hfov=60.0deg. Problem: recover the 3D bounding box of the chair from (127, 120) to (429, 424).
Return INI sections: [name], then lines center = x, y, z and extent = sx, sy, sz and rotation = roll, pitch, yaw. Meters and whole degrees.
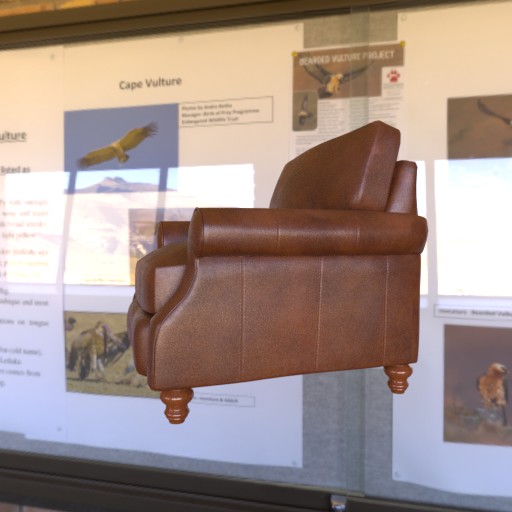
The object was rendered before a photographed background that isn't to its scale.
[chair]
center = 0.000, 0.000, 1.783
extent = 0.992, 0.972, 0.989
rotation = -1, 2, -19
